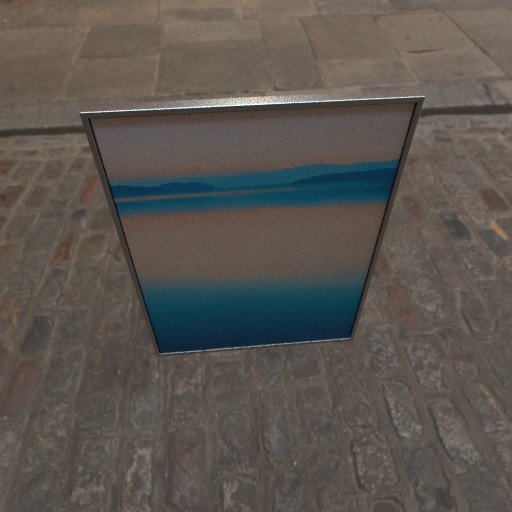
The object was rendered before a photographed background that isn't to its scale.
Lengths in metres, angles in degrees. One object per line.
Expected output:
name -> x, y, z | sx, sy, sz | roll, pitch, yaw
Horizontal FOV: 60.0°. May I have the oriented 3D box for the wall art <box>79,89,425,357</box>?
wall art -> 0.000, 0.000, 1.420 | 0.801, 1.062, 0.037 | -4, 47, -4
